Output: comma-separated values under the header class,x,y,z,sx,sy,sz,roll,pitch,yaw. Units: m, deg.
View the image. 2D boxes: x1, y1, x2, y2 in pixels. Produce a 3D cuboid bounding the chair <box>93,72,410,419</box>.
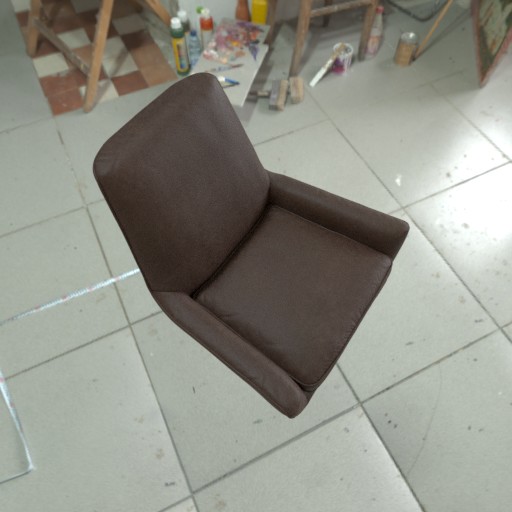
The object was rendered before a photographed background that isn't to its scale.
class,x,y,z,sx,sy,sz,roll,pitch,yaw
chair,0.000,0.000,1.527,0.824,0.888,0.787,31,64,17
